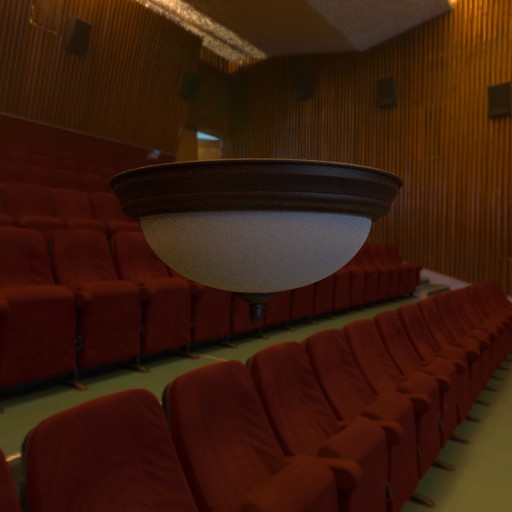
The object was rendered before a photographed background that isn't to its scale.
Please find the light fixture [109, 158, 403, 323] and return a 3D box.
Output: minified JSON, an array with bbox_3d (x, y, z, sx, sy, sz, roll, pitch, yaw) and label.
[{"bbox_3d":[0.000,0.000,0.444,0.280,0.135,0.280,0,0,0],"label":"light fixture"}]
